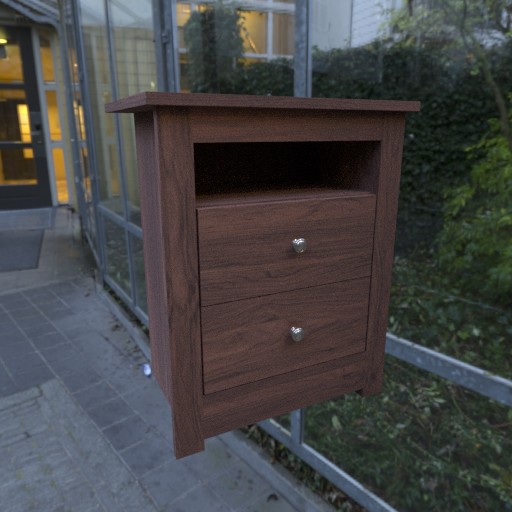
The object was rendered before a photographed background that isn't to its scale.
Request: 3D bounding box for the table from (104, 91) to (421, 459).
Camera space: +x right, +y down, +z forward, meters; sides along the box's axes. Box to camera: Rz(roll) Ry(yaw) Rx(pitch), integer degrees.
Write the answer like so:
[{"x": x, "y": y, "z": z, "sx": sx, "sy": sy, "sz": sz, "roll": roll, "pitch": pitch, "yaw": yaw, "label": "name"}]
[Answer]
[{"x": 0.000, "y": 0.000, "z": 1.088, "sx": 0.589, "sy": 0.711, "sz": 0.406, "roll": -8, "pitch": 18, "yaw": -26, "label": "table"}]
